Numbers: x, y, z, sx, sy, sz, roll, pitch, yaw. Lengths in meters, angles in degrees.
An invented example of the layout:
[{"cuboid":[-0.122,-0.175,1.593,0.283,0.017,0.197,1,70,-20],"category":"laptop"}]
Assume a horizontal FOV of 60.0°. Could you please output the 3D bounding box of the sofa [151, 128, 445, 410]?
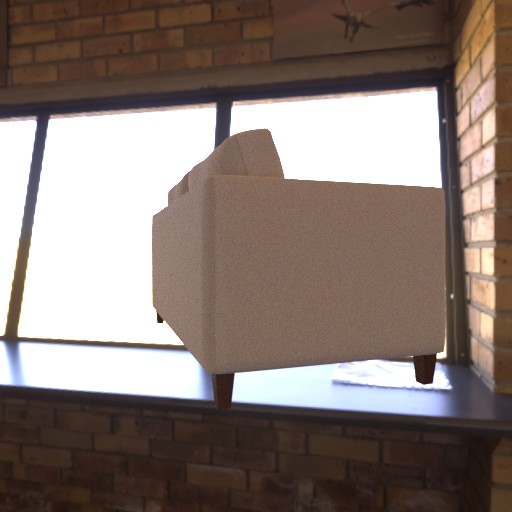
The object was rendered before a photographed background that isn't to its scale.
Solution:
[{"cuboid":[0.000,0.000,2.211,0.873,0.888,1.722,0,1,-19],"category":"sofa"}]
